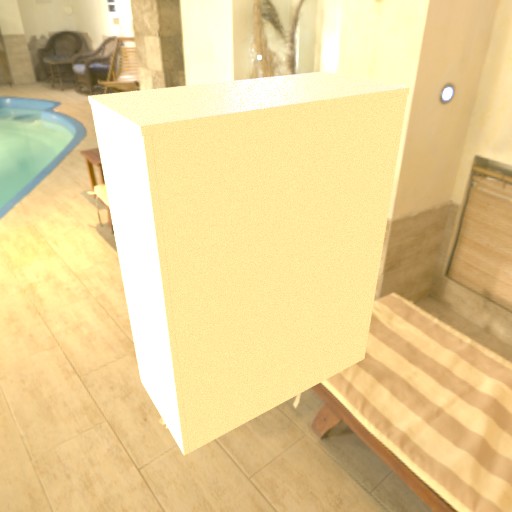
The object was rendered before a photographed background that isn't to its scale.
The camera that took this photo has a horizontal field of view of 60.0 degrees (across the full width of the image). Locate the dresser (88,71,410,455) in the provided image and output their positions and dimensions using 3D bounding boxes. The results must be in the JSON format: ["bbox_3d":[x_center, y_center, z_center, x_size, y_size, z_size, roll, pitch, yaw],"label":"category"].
[{"bbox_3d":[0.000,0.000,1.472,0.800,1.040,0.380,-18,35,-28],"label":"dresser"}]
